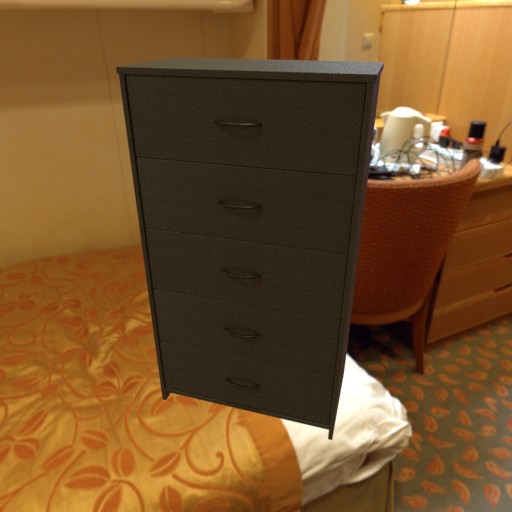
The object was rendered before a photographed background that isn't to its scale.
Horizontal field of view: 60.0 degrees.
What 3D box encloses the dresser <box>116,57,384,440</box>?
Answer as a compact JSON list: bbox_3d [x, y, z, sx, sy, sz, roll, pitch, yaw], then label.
[{"bbox_3d":[0.000,0.000,1.578,0.704,1.255,0.399,8,29,15],"label":"dresser"}]
